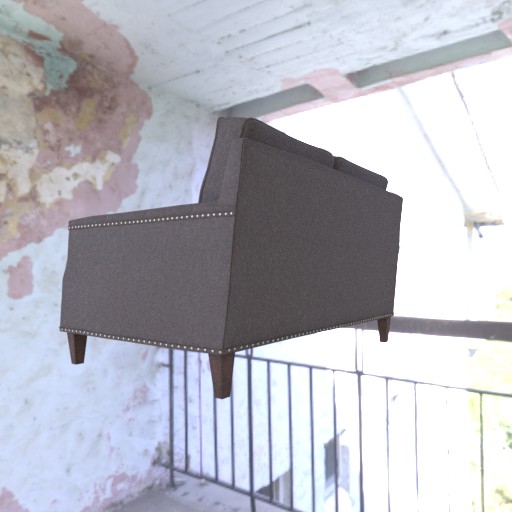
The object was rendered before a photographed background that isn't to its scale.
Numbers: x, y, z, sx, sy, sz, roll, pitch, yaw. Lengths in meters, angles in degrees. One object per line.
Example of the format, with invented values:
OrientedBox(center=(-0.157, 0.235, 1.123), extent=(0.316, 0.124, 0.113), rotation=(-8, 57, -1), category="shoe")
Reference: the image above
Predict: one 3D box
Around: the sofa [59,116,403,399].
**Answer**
OrientedBox(center=(0.000, 0.000, 2.331), extent=(1.084, 1.003, 1.597), rotation=(-1, -2, 37), category="sofa")
